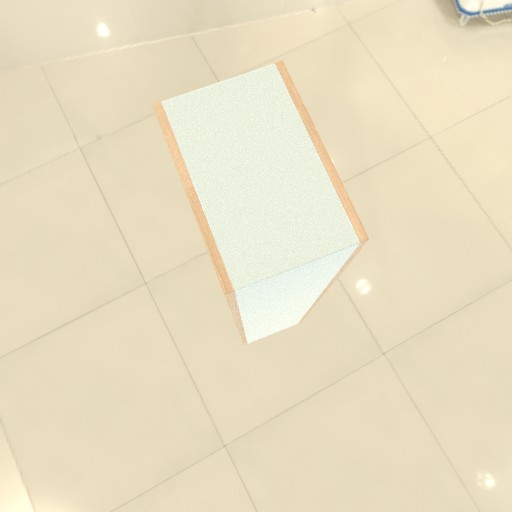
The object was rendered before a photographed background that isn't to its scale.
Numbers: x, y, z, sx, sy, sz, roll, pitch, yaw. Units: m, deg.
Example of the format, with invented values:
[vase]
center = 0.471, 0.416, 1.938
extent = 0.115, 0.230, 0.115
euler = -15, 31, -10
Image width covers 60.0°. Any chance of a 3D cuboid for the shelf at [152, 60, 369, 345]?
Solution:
[shelf]
center = 0.000, 0.000, 1.015
extent = 0.197, 0.882, 0.290
euler = -21, 76, -6
